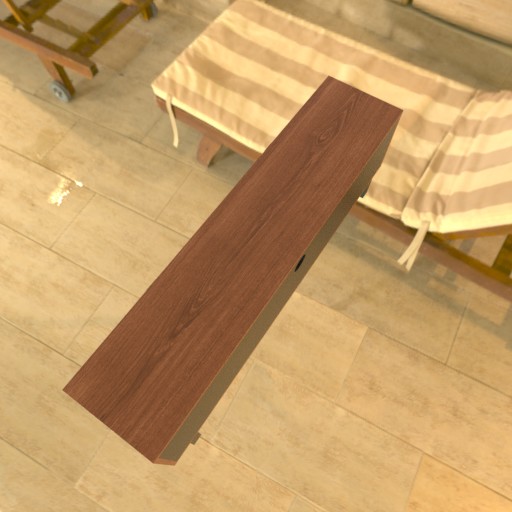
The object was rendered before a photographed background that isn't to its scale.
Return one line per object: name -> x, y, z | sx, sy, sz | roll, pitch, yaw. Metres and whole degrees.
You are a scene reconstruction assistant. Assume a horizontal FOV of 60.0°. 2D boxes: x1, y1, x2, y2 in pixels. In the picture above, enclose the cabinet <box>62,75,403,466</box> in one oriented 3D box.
cabinet -> 0.000, 0.000, 1.861 | 0.400, 0.500, 1.650 | 31, 68, 14
